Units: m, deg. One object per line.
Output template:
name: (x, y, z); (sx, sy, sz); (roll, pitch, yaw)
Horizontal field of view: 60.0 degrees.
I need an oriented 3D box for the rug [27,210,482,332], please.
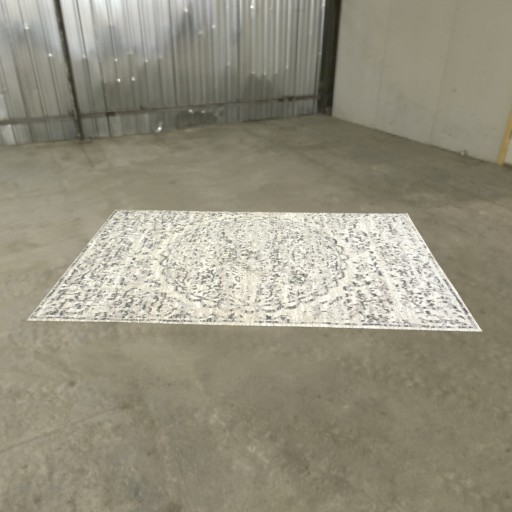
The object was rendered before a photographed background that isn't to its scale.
rug: (0.000, 0.000, 3.043); (2.447, 0.021, 1.527); (1, 29, 2)
